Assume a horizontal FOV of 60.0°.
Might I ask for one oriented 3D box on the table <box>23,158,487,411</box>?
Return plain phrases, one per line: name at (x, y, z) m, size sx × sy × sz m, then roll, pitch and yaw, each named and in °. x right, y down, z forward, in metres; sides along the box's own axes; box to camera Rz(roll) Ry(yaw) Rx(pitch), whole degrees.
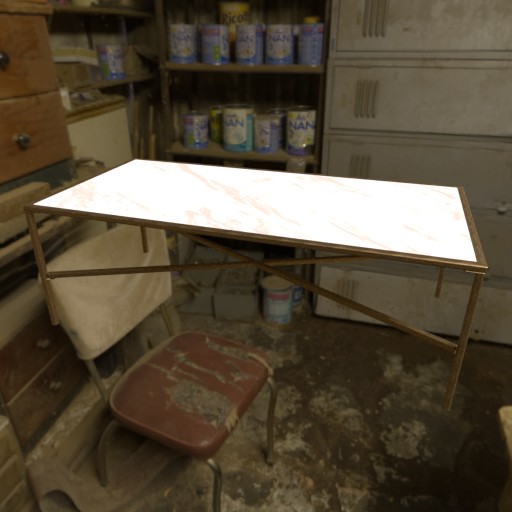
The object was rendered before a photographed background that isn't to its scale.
table at (0.000, 0.000, 1.418) m, size 1.197 × 0.405 × 0.577 m, roll 8°, pitch 27°, yaw 16°
